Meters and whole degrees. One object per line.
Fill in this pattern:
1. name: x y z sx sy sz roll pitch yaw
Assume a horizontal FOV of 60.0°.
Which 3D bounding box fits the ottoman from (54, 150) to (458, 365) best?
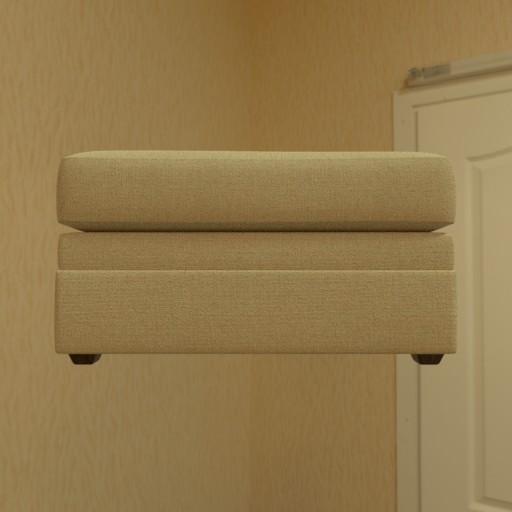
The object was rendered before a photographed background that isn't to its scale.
1. ottoman: 0.000 0.000 1.227 0.885 0.478 0.637 0 -1 0
